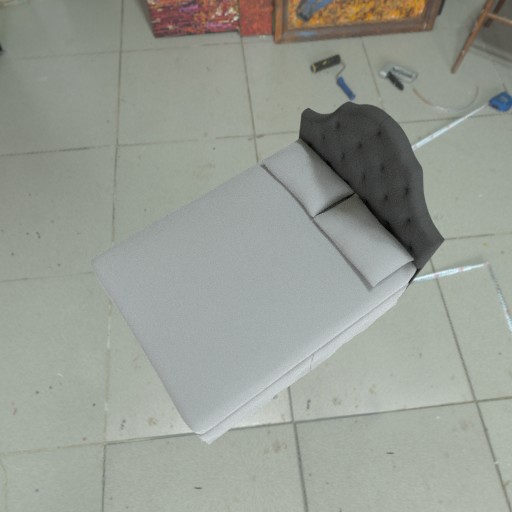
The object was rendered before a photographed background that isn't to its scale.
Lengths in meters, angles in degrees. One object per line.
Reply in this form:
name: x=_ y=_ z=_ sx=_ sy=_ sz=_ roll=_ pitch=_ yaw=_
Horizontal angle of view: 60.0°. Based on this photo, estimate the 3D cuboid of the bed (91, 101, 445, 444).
bed: x=0.000 y=0.000 z=3.297 sx=2.155 sy=1.575 sz=1.636 roll=-33 pitch=68 yaw=-15
